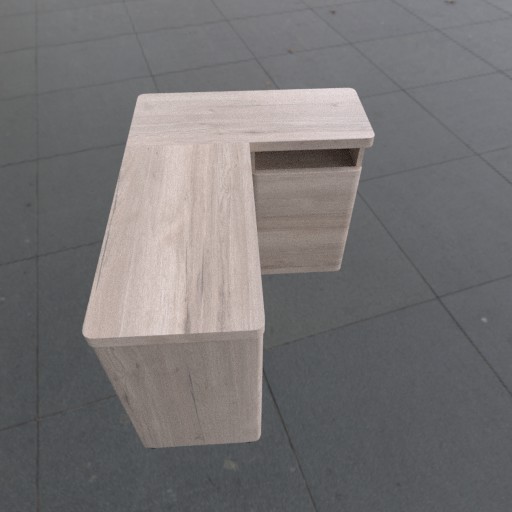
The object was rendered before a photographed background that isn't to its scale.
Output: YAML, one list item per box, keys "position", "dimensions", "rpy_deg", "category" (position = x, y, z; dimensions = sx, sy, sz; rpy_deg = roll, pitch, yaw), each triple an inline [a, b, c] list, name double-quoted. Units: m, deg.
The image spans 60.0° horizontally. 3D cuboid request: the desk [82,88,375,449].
- position: [0.000, 0.000, 1.731]
  dimensions: [0.900, 0.760, 1.169]
  rpy_deg: [-3, 48, -2]
  category: "desk"
